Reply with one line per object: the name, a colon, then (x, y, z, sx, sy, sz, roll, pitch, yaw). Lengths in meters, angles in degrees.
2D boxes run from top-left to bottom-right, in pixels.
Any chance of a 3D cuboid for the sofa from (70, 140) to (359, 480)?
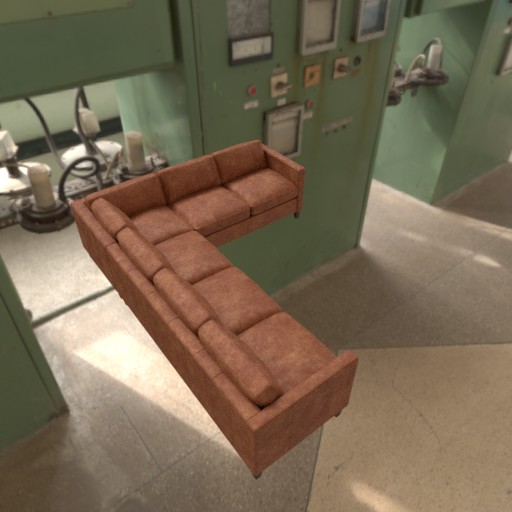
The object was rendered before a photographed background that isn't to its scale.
sofa: (0.000, 0.000, 4.304, 2.438, 0.838, 3.167, -26, 46, -28)
